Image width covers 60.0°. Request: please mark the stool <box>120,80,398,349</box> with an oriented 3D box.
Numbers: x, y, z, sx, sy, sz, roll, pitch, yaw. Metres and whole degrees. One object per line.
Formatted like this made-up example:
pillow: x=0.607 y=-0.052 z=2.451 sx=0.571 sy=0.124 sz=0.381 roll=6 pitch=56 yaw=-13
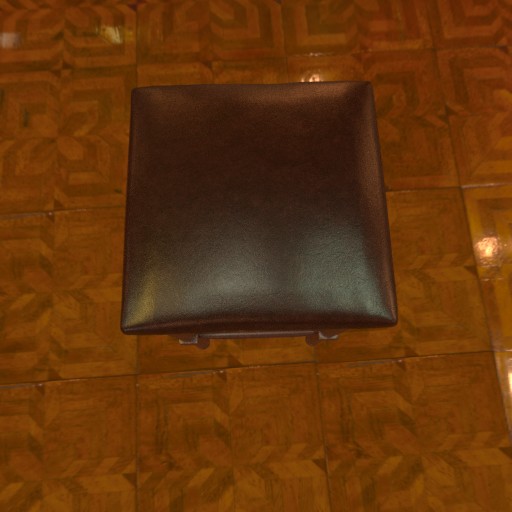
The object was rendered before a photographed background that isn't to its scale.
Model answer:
stool: x=0.000 y=0.000 z=0.965 sx=0.382 sy=0.768 sz=0.383 roll=-2 pitch=75 yaw=0
